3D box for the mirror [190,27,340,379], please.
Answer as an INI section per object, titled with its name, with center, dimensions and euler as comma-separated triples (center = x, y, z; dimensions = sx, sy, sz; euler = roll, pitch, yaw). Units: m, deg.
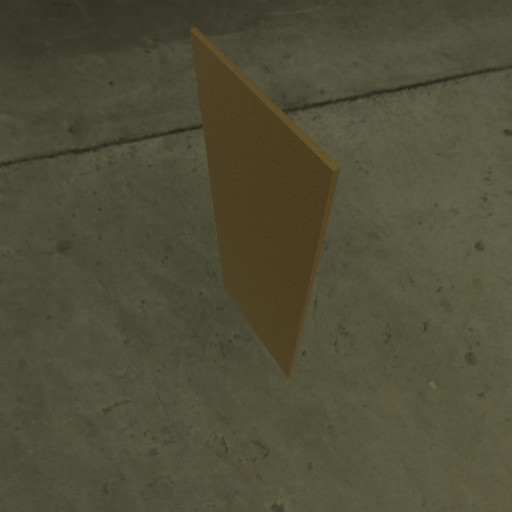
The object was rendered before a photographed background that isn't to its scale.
[mirror]
center = 0.000, 0.000, 2.283
dimensions = 0.025, 2.031, 0.812
euler = -30, 63, -17
